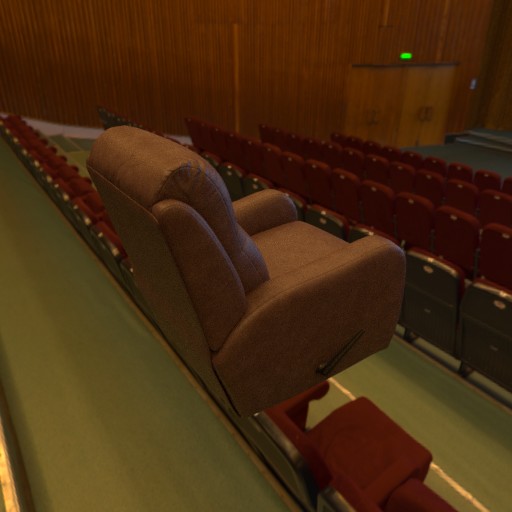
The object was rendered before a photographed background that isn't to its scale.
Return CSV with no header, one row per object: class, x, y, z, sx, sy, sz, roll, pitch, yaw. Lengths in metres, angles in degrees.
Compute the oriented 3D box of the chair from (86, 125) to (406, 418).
chair,0.000,0.000,1.841,1.067,1.067,0.865,-18,33,-31
